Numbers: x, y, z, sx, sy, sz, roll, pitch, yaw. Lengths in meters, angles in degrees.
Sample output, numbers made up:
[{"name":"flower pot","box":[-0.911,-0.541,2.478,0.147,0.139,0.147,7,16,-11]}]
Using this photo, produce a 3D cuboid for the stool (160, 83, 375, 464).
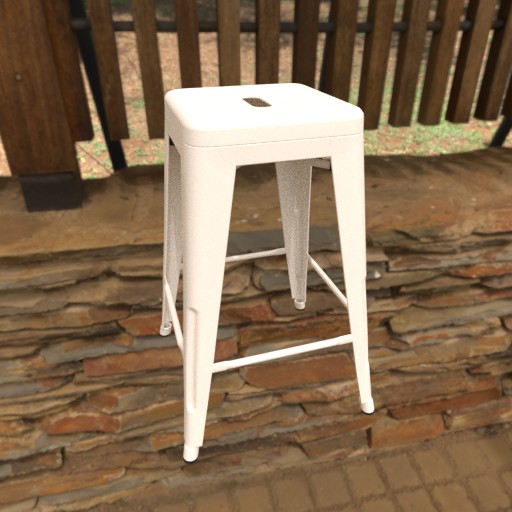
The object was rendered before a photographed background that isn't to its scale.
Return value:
[{"name":"stool","box":[0.000,0.000,0.894,0.406,0.610,0.406,-9,31,-15]}]
